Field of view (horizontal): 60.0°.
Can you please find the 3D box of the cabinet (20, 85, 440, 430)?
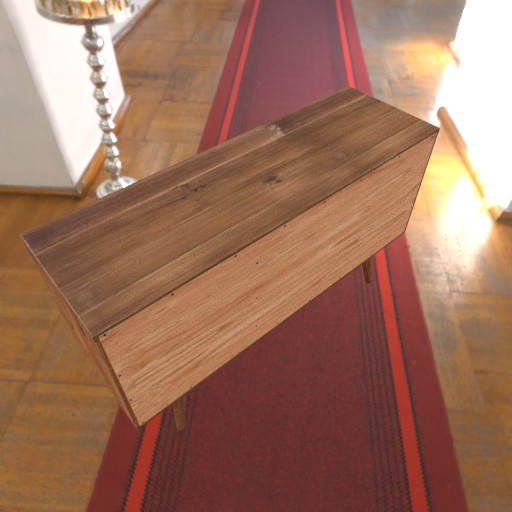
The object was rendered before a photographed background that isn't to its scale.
[{"bbox_3d":[0.000,0.000,1.748,1.400,0.800,0.472,-32,54,-27],"label":"cabinet"}]
